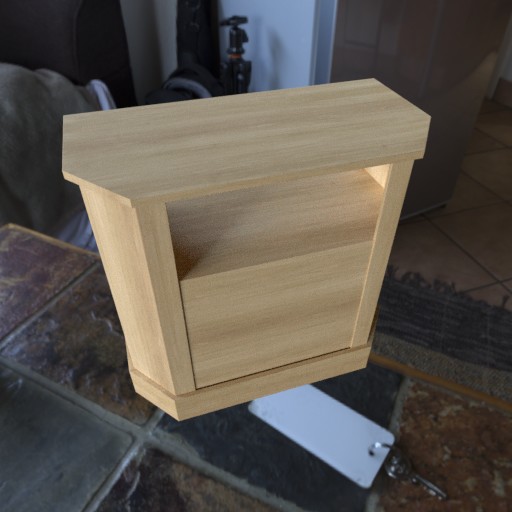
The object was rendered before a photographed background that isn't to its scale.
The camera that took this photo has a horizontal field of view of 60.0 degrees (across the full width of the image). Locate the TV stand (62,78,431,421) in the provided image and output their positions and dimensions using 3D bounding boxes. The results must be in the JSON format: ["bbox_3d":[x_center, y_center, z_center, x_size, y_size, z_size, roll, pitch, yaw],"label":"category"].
[{"bbox_3d":[0.000,0.000,1.281,0.851,0.781,0.425,-12,42,-13],"label":"TV stand"}]
